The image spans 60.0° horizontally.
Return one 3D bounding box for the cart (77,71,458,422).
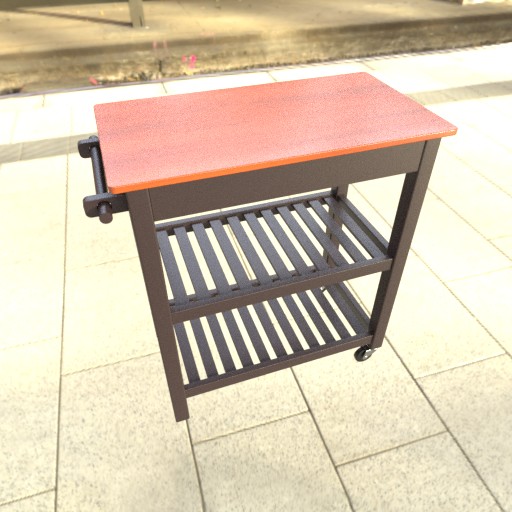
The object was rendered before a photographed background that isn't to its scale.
[{"bbox_3d":[0.000,0.000,1.432,0.899,0.927,0.457,-13,42,-15],"label":"cart"}]
